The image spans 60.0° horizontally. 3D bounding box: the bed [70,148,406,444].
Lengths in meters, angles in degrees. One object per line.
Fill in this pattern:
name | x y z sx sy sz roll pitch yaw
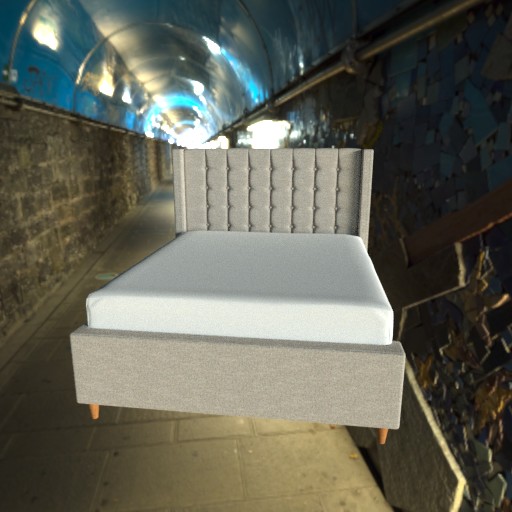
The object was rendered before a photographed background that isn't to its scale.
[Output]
bed | 0.000 0.000 3.716 2.044 1.748 2.372 2 14 8
